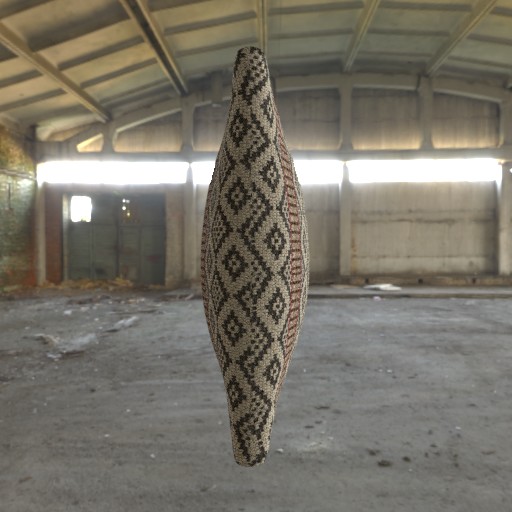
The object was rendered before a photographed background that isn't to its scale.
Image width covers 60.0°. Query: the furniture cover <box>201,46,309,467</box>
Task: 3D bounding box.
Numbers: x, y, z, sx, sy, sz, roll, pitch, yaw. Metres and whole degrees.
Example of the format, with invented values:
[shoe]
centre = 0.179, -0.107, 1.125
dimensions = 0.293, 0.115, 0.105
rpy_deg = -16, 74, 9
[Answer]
[furniture cover]
centre = 0.000, 0.000, 0.778
dimensions = 0.182, 0.506, 0.503
rpy_deg = 0, 1, 2
